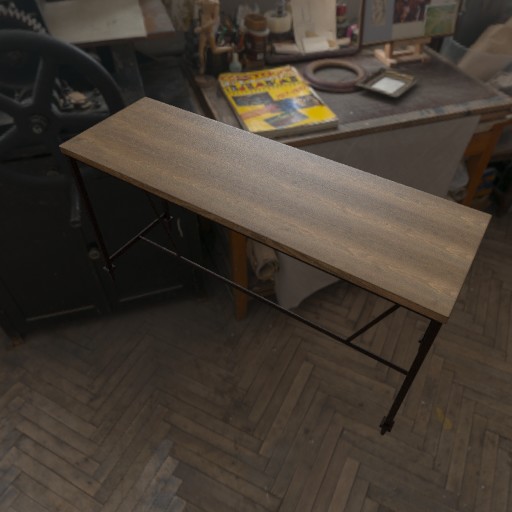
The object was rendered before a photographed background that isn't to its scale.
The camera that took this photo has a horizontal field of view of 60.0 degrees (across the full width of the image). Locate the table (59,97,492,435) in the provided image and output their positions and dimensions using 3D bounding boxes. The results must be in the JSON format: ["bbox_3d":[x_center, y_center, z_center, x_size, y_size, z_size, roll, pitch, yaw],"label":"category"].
[{"bbox_3d":[0.000,0.000,2.094,1.700,0.902,0.551,25,51,22],"label":"table"}]
